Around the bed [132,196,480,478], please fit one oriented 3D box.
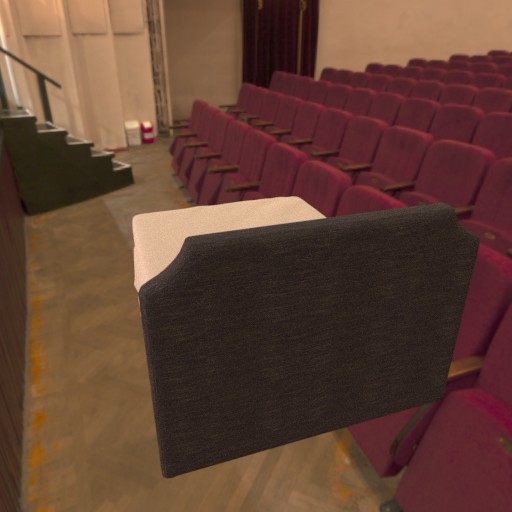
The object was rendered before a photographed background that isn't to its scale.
[{"bbox_3d":[0.000,0.000,3.060,1.693,1.290,2.116,-9,28,-17],"label":"bed"}]
